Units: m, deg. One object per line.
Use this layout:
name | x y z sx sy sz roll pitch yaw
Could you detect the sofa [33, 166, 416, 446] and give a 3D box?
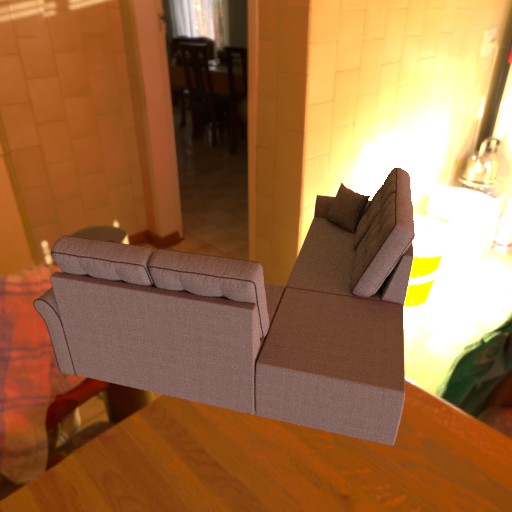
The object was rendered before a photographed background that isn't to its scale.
sofa | 0.000 0.000 3.198 2.070 0.988 2.068 8 30 14
